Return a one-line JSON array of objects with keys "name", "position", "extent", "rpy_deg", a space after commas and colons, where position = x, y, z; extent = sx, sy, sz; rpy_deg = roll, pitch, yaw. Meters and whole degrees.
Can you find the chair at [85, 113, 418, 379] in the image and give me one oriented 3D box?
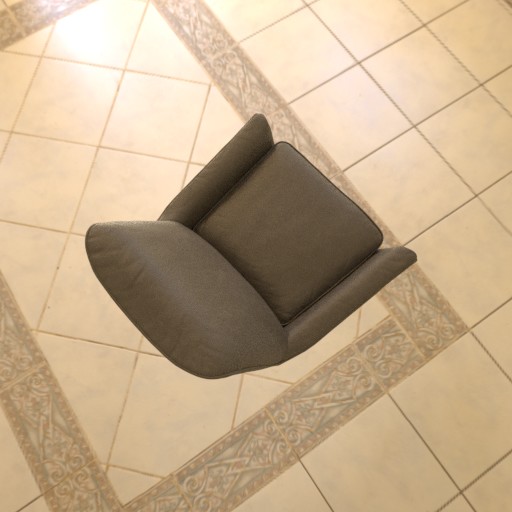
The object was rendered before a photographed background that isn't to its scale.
[{"name": "chair", "position": [0.000, 0.000, 1.533], "extent": [0.822, 0.888, 0.787], "rpy_deg": [-42, 78, -11]}]
